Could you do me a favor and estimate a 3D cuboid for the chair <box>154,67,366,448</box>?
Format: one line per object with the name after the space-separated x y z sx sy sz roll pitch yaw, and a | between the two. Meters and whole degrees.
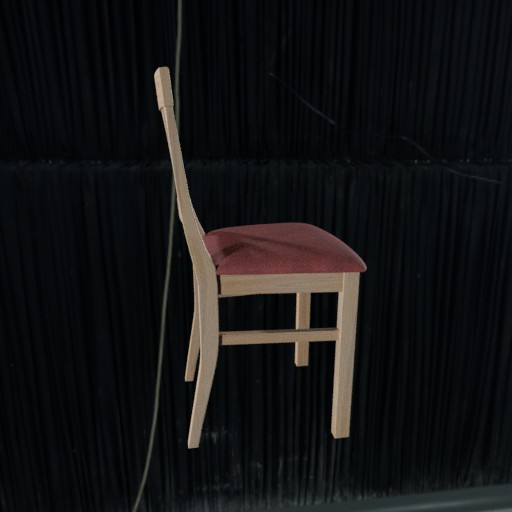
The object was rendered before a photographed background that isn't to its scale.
0.000 0.000 1.224 0.492 0.912 0.439 -3 16 -10 | chair
